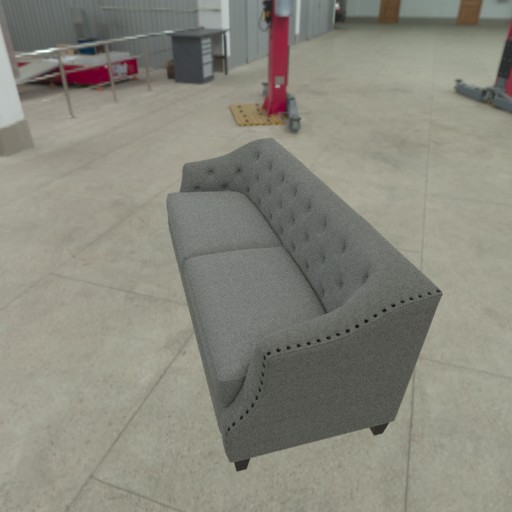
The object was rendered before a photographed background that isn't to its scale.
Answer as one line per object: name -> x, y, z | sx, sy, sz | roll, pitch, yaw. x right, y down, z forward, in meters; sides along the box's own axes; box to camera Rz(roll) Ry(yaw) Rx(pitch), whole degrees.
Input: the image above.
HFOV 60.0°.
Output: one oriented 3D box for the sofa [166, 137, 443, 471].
sofa -> 0.000, 0.000, 2.760 | 0.914, 0.901, 2.235 | -8, 32, -14
